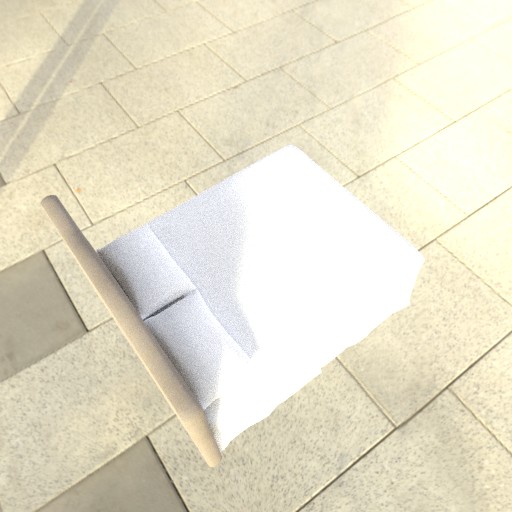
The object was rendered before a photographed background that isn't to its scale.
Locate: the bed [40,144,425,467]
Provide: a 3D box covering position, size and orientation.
[{"bbox_3d":[0.000,0.000,3.258,2.128,1.441,1.744,-33,63,-20],"label":"bed"}]
